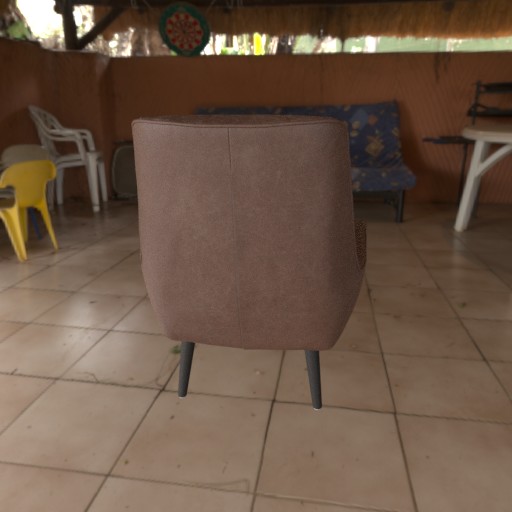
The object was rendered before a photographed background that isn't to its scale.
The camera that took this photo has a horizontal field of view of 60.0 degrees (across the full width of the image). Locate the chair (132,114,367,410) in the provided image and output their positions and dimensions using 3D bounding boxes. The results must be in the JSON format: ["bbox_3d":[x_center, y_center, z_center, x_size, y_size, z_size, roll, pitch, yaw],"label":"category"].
[{"bbox_3d":[0.000,0.000,1.471,0.787,0.888,0.824,2,17,8],"label":"chair"}]
